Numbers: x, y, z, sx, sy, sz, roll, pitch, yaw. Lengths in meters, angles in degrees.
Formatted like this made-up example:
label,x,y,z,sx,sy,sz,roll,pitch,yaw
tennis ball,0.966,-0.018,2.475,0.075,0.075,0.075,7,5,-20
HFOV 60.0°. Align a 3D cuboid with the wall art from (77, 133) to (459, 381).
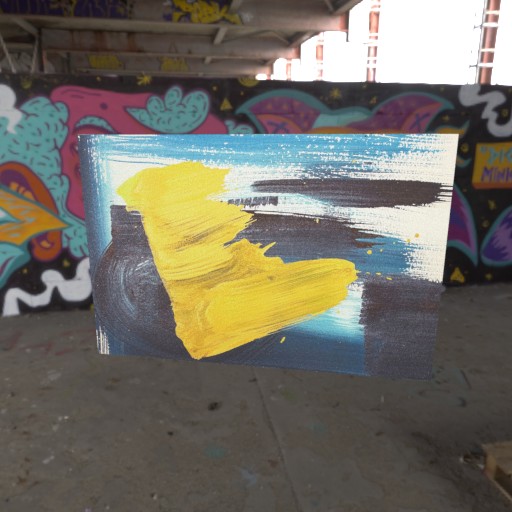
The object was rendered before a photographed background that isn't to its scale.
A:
label,x,y,z,sx,sy,sz,roll,pitch,yaw
wall art,0.000,0.000,0.766,0.609,0.406,0.033,2,15,9
